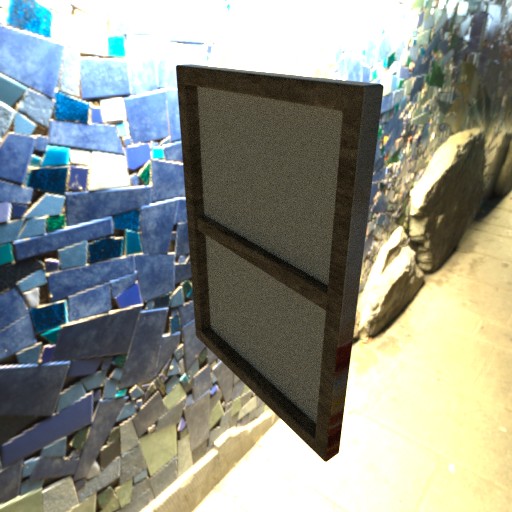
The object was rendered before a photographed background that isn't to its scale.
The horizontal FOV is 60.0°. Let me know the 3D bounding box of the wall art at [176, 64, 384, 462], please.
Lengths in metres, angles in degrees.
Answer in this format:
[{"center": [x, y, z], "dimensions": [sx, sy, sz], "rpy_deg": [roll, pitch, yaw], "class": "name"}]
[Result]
[{"center": [0.000, 0.000, 0.788], "dimensions": [0.035, 0.605, 0.443], "rpy_deg": [-19, 32, -32], "class": "wall art"}]
